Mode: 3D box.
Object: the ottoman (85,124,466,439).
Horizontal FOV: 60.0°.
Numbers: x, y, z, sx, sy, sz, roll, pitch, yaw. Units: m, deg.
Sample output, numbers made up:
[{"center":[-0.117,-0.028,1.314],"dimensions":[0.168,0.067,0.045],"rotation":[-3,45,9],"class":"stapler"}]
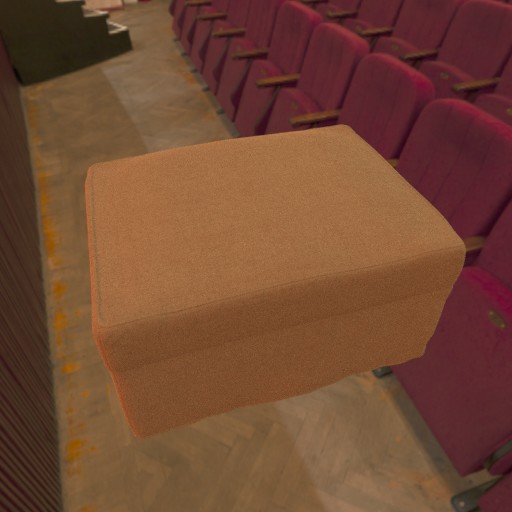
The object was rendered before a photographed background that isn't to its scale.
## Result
[{"center":[0.000,0.000,1.246],"dimensions":[0.833,0.485,0.650],"rotation":[-12,43,-13],"class":"ottoman"}]
